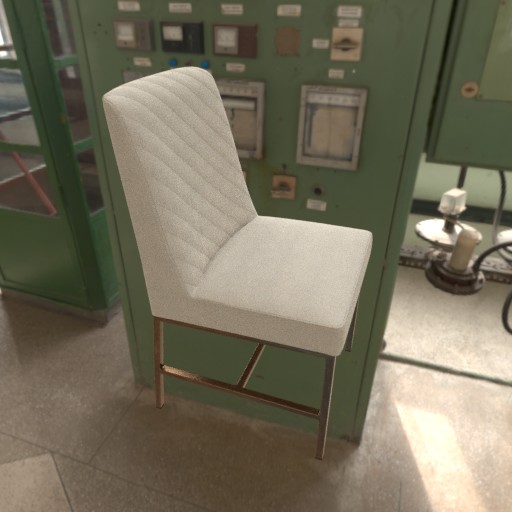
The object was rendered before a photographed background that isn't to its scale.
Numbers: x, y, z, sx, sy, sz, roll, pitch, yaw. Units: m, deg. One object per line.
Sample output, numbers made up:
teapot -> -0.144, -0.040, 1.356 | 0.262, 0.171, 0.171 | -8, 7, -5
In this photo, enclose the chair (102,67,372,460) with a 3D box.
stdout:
chair -> 0.000, 0.000, 1.257 | 0.597, 0.933, 0.503 | 11, 33, 17
